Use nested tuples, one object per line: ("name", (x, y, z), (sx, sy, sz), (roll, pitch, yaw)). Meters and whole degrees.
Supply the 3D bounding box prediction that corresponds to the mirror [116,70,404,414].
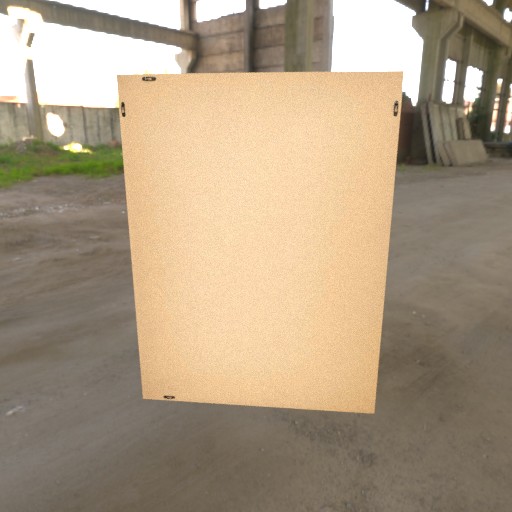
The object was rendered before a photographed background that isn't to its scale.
("mirror", (0.000, 0.000, 1.324), (0.762, 1.016, 0.041), (2, 16, 6))
